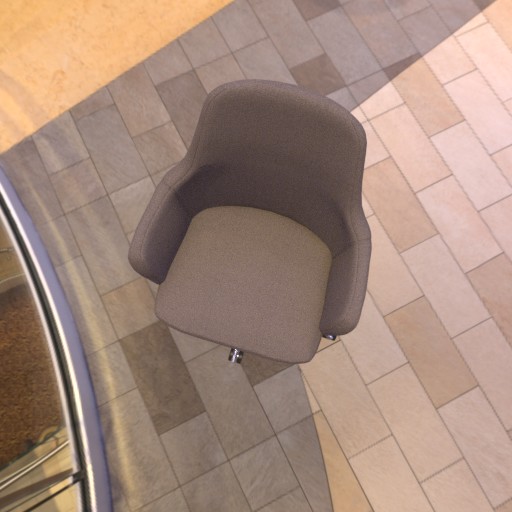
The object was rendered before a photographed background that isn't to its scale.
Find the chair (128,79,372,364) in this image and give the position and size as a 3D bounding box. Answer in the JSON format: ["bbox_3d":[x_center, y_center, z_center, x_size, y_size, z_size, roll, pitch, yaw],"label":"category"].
[{"bbox_3d":[0.000,0.000,1.251,0.655,0.820,0.600,16,76,4],"label":"chair"}]
